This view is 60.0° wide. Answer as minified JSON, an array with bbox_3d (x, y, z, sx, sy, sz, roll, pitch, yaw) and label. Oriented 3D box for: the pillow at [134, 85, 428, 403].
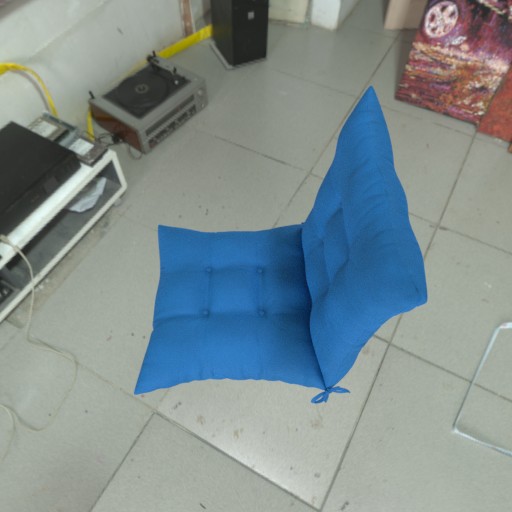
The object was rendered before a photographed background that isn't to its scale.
[{"bbox_3d":[0.000,0.000,1.008,0.585,0.536,0.541,-1,58,0],"label":"pillow"}]
